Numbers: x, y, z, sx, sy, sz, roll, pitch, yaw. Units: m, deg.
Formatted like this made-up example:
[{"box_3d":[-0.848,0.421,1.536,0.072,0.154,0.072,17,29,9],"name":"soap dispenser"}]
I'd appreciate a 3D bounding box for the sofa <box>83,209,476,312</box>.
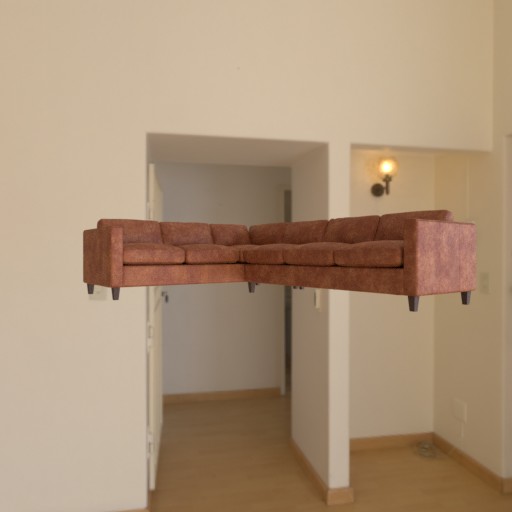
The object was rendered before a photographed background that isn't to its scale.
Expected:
[{"box_3d":[0.000,0.000,4.370,2.438,0.838,3.150,0,0,-37],"name":"sofa"}]
